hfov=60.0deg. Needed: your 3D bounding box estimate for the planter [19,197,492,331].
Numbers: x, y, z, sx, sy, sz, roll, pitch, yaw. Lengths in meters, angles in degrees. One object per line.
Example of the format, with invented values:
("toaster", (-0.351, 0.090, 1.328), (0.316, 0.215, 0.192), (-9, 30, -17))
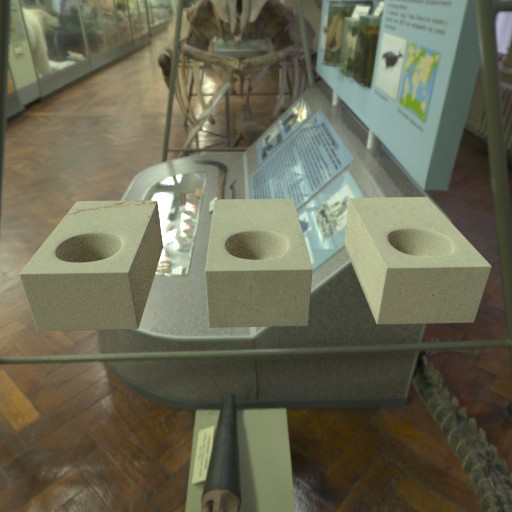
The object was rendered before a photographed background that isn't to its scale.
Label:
("planter", (0.000, 0.000, 0.379), (0.333, 0.051, 0.127), (-1, 30, -1))
